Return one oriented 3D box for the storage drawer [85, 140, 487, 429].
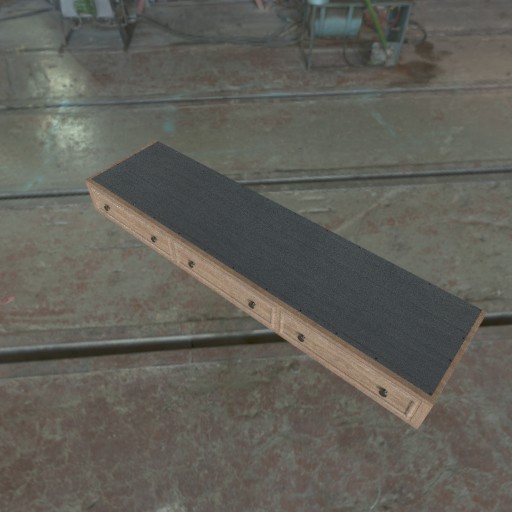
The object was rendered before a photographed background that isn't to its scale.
[{"bbox_3d":[0.000,0.000,2.227,2.032,0.264,0.538,31,54,26],"label":"storage drawer"}]
